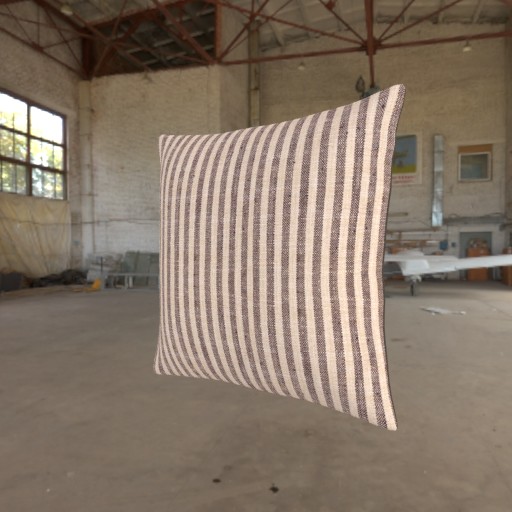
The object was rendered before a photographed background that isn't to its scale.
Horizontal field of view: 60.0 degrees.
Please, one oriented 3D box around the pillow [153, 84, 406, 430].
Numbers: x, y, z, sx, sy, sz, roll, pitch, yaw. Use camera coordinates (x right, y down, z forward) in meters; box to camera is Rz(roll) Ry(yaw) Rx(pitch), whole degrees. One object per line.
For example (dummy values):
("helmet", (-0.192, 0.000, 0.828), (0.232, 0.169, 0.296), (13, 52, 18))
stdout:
("pillow", (0.000, 0.000, 0.795), (0.523, 0.506, 0.166), (1, 1, 35))
